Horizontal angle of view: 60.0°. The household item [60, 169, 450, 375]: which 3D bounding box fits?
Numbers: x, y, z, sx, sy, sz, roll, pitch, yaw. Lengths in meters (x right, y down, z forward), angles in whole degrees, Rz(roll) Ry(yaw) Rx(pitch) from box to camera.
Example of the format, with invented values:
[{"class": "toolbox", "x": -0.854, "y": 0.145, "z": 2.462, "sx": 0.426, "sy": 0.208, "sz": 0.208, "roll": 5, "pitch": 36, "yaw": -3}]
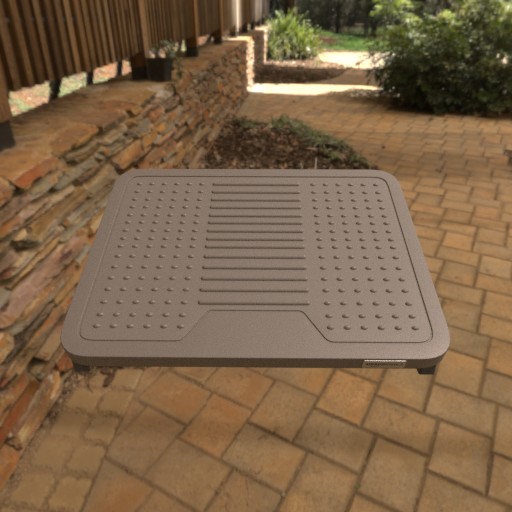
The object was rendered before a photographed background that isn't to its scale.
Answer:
[{"class": "household item", "x": 0.000, "y": 0.000, "z": 0.540, "sx": 0.390, "sy": 0.126, "sz": 0.301, "roll": 0, "pitch": 30, "yaw": 1}]
